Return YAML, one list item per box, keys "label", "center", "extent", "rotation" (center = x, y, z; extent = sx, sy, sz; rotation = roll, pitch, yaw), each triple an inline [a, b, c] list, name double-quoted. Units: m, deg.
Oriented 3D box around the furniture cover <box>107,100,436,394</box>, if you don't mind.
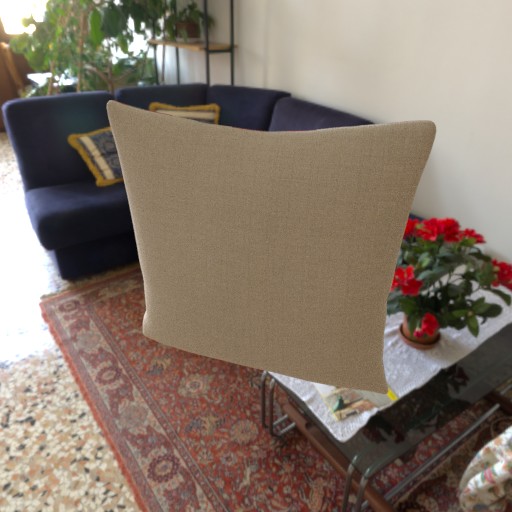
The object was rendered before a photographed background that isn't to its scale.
- label: "furniture cover"
  center: [0.000, 0.000, 0.648]
  extent: [0.435, 0.420, 0.145]
  rotation: [10, 32, 16]
